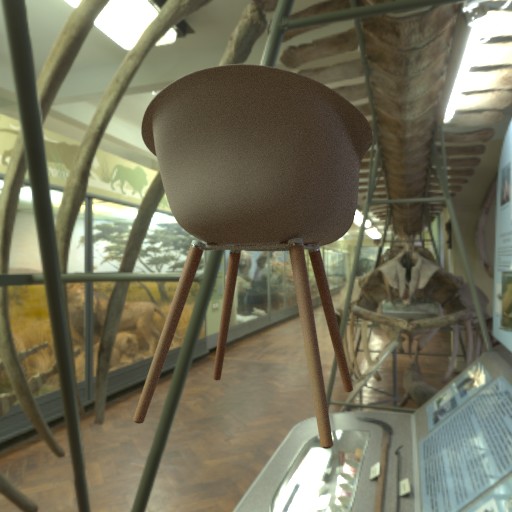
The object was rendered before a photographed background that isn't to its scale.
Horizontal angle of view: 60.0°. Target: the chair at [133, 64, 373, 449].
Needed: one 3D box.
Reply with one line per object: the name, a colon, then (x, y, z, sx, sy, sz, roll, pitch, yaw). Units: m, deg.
chair: (0.000, 0.000, 1.151, 0.593, 0.781, 0.504, 0, -1, 19)
